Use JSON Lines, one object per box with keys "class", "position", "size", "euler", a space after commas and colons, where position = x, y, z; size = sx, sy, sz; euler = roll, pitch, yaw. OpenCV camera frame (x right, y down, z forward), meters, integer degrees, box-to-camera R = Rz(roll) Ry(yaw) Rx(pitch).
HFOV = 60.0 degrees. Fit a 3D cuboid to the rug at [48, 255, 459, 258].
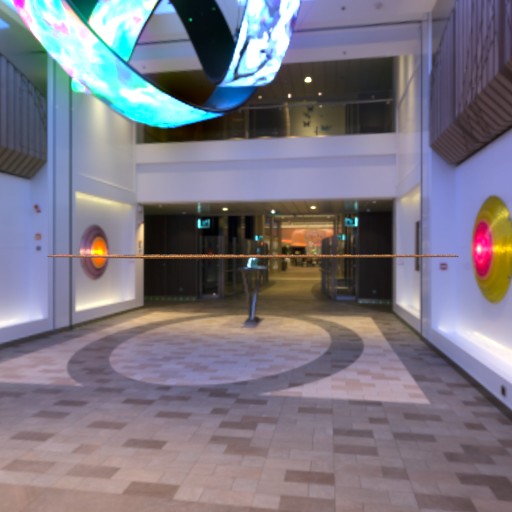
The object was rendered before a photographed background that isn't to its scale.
{"class": "rug", "position": [0.000, 0.000, 3.826], "size": [2.916, 0.019, 2.043], "euler": [0, 0, -37]}
